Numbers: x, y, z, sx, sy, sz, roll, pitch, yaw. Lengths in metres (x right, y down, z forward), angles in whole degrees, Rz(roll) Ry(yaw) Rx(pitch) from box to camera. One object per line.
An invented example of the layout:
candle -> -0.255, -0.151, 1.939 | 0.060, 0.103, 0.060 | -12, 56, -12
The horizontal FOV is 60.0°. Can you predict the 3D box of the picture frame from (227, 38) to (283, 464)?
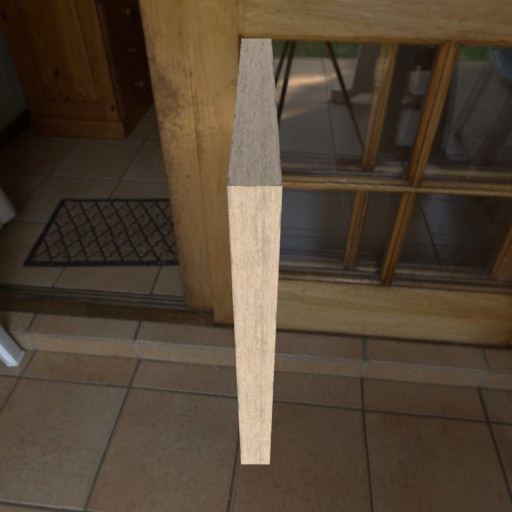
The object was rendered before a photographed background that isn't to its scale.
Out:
picture frame -> 0.000, 0.000, 0.701 | 0.046, 0.526, 0.421 | 0, 41, 0
